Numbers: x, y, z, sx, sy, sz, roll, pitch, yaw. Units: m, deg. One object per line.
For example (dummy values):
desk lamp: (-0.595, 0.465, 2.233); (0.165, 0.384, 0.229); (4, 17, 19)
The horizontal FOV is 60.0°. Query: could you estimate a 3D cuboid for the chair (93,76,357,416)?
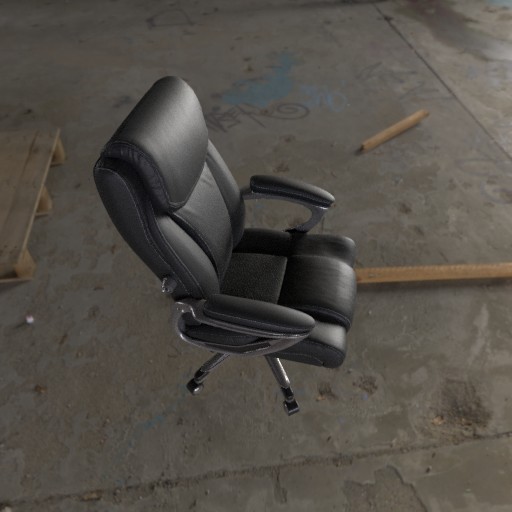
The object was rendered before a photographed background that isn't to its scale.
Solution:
chair: (0.000, 0.000, 1.649); (0.784, 1.167, 0.741); (9, 48, 8)
